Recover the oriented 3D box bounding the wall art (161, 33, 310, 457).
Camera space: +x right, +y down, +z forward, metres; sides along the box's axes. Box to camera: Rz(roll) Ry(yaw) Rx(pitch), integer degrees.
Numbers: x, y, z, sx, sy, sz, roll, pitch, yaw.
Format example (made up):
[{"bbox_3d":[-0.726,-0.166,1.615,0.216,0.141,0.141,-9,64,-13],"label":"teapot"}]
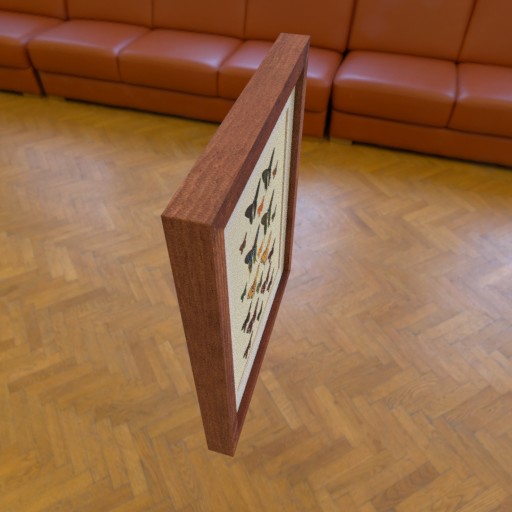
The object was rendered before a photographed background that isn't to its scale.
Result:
[{"bbox_3d":[0.000,0.000,0.609,0.039,0.449,0.377,11,47,11],"label":"wall art"}]
